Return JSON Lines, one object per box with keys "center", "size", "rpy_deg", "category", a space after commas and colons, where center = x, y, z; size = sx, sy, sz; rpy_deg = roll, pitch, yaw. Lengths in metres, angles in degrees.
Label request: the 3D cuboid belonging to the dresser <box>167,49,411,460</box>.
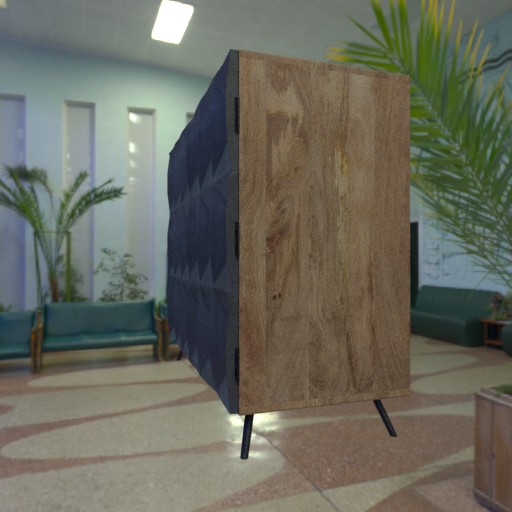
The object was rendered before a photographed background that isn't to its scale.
{"center": [0.000, 0.000, 1.424], "size": [0.446, 0.847, 0.967], "rpy_deg": [0, 0, -18], "category": "dresser"}
